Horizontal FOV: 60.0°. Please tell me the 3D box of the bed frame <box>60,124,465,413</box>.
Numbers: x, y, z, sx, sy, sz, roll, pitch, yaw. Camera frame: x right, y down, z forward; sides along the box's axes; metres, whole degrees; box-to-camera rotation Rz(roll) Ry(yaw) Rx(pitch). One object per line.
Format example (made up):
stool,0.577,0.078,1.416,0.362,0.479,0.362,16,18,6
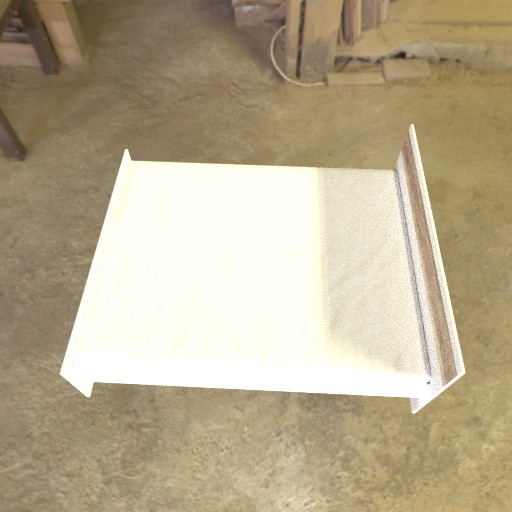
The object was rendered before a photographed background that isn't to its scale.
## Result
bed frame,0.000,0.000,2.914,2.060,0.800,1.720,2,57,2
